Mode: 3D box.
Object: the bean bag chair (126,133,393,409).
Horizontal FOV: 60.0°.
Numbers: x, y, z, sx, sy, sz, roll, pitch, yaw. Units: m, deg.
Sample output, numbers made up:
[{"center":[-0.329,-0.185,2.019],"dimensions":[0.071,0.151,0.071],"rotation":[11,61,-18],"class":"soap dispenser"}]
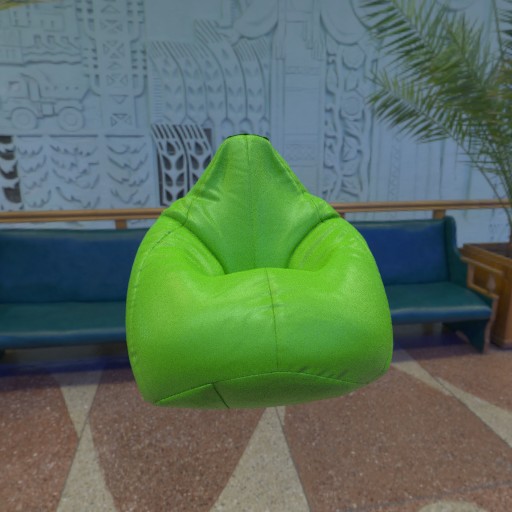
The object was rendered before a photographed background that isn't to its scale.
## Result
[{"center":[0.000,0.000,1.854],"dimensions":[1.070,0.990,1.070],"rotation":[-2,16,-7],"class":"bean bag chair"}]
